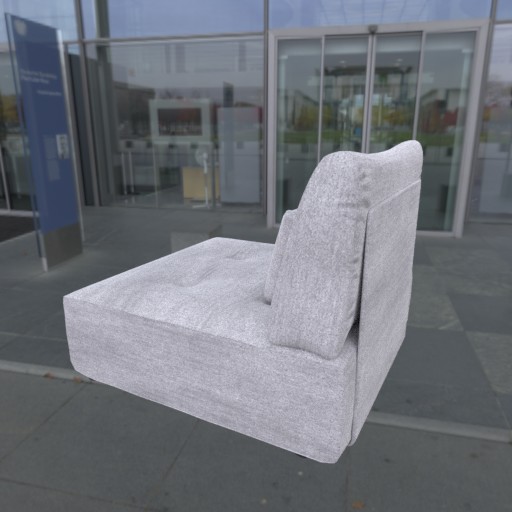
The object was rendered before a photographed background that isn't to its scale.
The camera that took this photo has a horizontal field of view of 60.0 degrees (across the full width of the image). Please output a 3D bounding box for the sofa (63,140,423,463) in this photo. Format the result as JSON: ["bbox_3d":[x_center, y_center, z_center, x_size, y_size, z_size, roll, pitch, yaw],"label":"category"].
[{"bbox_3d":[0.000,0.000,1.641,1.000,0.820,0.930,9,18,27],"label":"sofa"}]
